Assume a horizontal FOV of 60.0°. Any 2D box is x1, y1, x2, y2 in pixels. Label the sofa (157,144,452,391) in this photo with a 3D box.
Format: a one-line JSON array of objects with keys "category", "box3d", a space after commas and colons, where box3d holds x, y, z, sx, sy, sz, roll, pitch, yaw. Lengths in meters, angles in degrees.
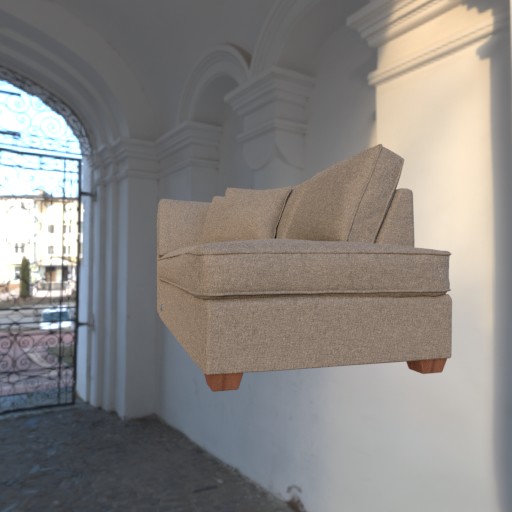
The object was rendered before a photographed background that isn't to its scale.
[{"category": "sofa", "box3d": [0.000, 0.000, 2.773, 1.110, 1.033, 2.237, 0, -1, -17]}]
